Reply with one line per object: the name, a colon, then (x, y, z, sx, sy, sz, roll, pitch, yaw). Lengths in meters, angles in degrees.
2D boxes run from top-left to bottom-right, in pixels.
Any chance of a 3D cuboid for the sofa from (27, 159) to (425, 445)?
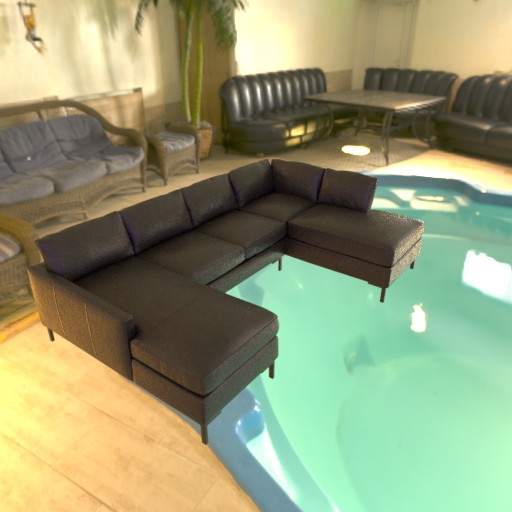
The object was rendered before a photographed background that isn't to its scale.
sofa: (0.000, 0.000, 3.796, 1.939, 0.900, 2.956, 19, 32, 32)
